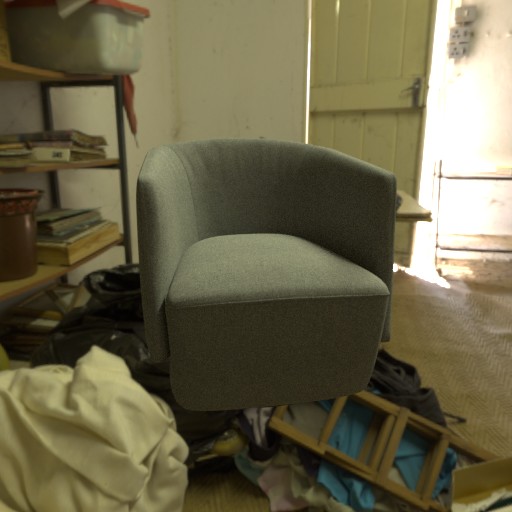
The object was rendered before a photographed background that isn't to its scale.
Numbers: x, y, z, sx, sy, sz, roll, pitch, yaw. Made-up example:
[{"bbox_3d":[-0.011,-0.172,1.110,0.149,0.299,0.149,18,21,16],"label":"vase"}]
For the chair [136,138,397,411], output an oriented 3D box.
[{"bbox_3d":[0.000,0.000,1.665,0.822,0.861,0.986,-3,15,-10],"label":"chair"}]
